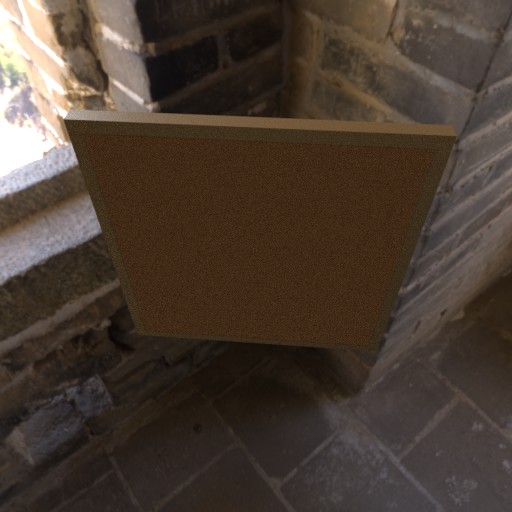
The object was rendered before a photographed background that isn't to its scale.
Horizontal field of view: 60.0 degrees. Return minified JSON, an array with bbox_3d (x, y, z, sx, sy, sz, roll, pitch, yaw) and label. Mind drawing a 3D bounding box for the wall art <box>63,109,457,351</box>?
[{"bbox_3d":[0.000,0.000,2.895,1.926,1.926,0.099,3,47,3],"label":"wall art"}]
